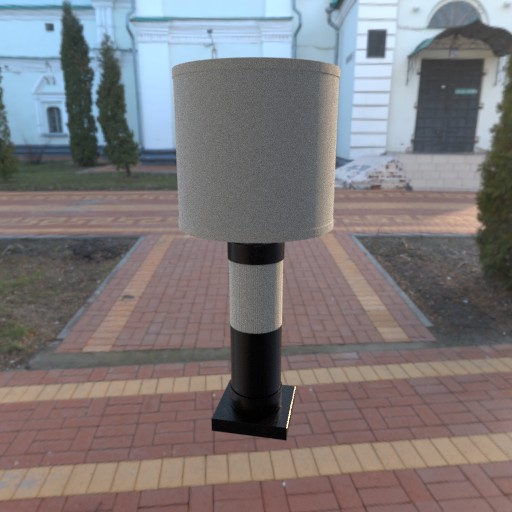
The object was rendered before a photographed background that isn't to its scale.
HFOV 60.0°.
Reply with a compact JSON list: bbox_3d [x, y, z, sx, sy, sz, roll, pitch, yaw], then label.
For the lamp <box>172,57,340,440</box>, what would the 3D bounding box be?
[{"bbox_3d":[0.000,0.000,0.625,0.211,0.509,0.211,3,16,11],"label":"lamp"}]
